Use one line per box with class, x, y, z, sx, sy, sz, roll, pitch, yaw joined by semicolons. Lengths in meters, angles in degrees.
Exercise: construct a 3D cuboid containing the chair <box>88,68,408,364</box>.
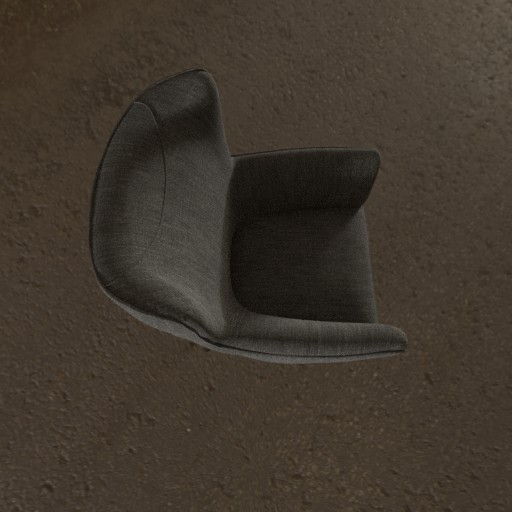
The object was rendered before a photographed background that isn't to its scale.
chair;0.000;0.000;1.543;0.888;0.933;0.781;0;64;0
